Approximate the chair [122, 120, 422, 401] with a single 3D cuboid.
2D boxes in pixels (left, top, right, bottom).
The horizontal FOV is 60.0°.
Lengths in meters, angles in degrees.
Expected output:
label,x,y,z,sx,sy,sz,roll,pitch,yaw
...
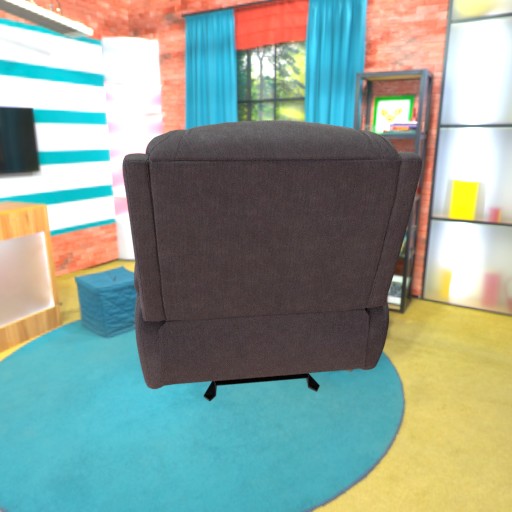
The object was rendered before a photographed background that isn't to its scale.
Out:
label,x,y,z,sx,sy,sz,roll,pitch,yaw
chair,0.000,0.000,1.763,0.930,1.011,0.899,-2,15,-9
